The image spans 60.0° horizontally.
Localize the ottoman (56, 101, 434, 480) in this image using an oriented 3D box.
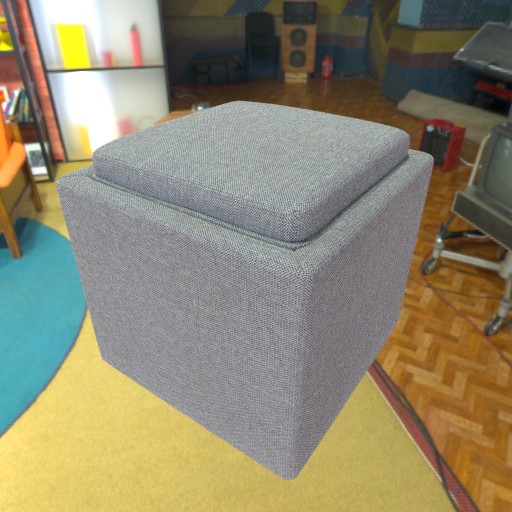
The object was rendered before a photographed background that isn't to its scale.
[{"bbox_3d":[0.000,0.000,0.810,0.450,0.460,0.450,21,38,29],"label":"ottoman"}]
